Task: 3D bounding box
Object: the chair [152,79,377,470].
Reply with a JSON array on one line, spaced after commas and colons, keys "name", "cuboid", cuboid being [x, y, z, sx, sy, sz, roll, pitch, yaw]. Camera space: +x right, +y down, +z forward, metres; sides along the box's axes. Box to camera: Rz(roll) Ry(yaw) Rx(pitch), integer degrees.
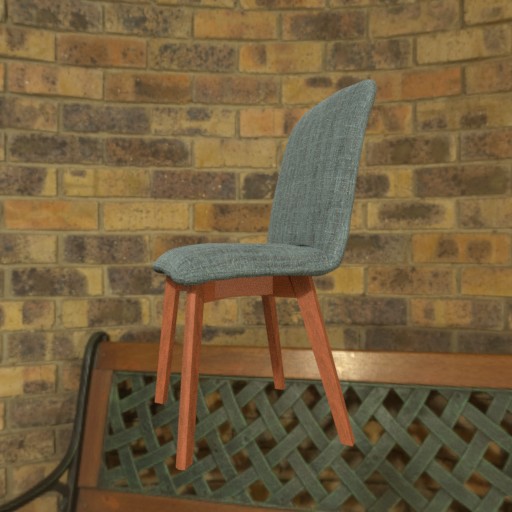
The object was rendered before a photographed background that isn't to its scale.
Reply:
[{"name": "chair", "cuboid": [0.000, 0.000, 1.319, 0.563, 0.974, 0.522, 0, 1, -19]}]
